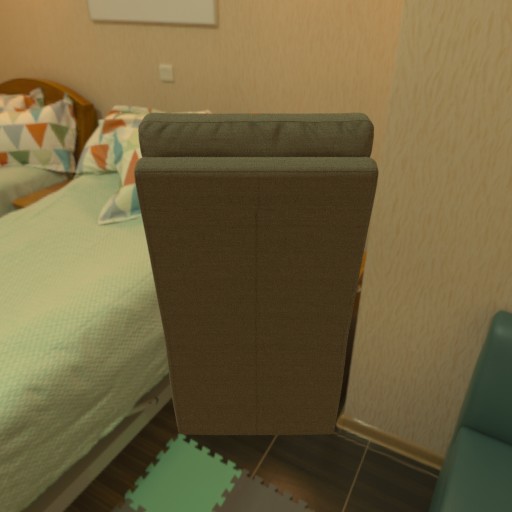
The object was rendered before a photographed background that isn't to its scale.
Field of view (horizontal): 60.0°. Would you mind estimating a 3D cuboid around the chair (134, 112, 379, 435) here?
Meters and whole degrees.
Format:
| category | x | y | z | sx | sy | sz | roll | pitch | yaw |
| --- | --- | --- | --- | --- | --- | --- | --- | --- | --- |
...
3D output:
| category | x | y | z | sx | sy | sz | roll | pitch | yaw |
| --- | --- | --- | --- | --- | --- | --- | --- | --- | --- |
| chair | 0.000 | 0.000 | 1.338 | 0.503 | 0.927 | 0.698 | 0 | 30 | 0 |
